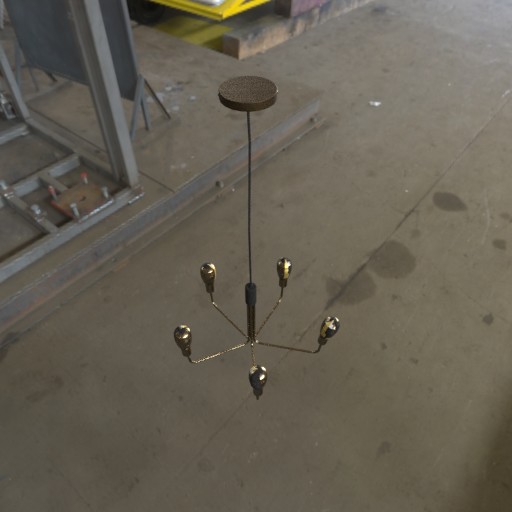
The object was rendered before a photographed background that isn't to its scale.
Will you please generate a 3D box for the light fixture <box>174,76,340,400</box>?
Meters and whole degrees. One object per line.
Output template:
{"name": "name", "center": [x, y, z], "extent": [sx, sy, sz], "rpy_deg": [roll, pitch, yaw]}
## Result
{"name": "light fixture", "center": [0.000, 0.000, 1.378], "extent": [0.588, 1.059, 0.532], "rpy_deg": [-4, 47, -4]}
